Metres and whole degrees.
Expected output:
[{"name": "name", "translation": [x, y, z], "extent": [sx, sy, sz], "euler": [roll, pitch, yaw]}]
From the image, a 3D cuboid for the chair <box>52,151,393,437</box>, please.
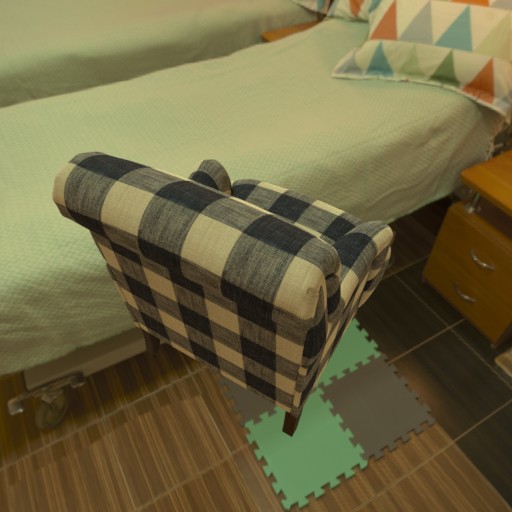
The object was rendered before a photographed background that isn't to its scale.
[{"name": "chair", "translation": [0.000, 0.000, 1.542], "extent": [0.781, 0.953, 0.848], "euler": [24, 51, 21]}]
